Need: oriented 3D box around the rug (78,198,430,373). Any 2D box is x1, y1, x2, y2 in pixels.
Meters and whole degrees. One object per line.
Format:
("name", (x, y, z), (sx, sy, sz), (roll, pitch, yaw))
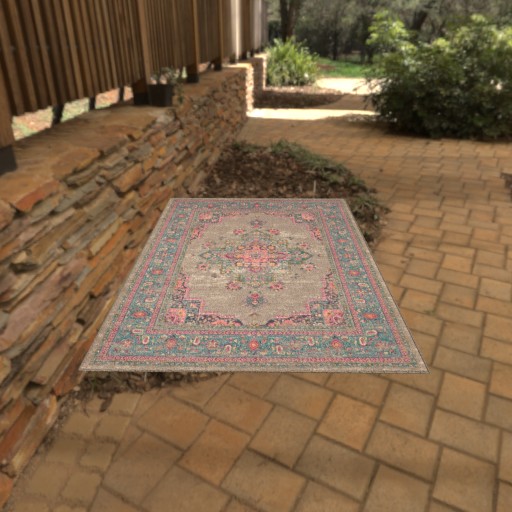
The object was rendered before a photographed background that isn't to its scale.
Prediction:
("rug", (0.000, 0.000, 3.799), (2.005, 0.013, 2.890), (0, 27, 0))
